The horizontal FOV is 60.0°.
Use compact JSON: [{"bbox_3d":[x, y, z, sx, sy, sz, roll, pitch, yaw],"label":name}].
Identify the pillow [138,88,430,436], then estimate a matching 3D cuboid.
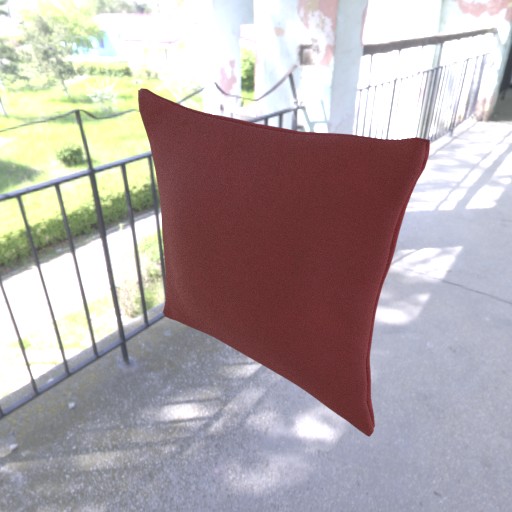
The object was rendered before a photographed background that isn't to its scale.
[{"bbox_3d":[0.000,0.000,0.639,0.435,0.416,0.151,22,37,33],"label":"pillow"}]
